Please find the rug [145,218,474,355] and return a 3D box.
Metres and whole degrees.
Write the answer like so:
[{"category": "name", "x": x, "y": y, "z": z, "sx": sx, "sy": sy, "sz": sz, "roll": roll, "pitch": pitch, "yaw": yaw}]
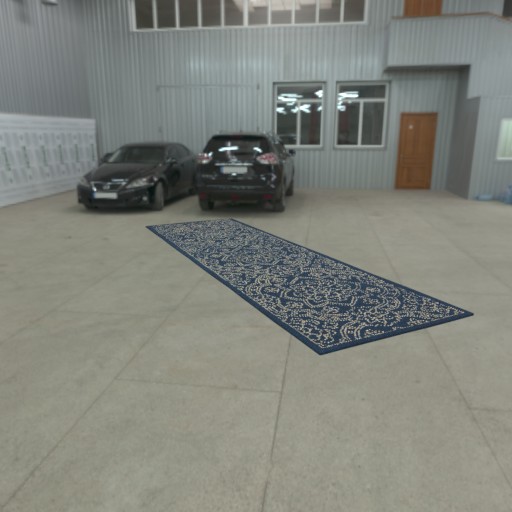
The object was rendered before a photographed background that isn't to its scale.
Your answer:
[{"category": "rug", "x": 0.000, "y": 0.000, "z": 2.696, "sx": 0.769, "sy": 0.012, "sz": 2.448, "roll": -8, "pitch": 17, "yaw": -26}]
